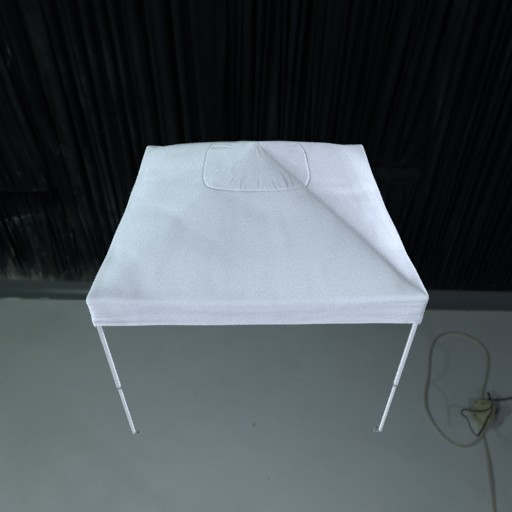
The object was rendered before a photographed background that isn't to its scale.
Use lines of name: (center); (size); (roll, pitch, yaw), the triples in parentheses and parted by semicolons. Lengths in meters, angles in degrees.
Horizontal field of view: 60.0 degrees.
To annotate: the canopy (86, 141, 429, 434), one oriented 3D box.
canopy: (0.000, 0.000, 5.442); (2.998, 2.997, 2.996); (0, 40, 0)
